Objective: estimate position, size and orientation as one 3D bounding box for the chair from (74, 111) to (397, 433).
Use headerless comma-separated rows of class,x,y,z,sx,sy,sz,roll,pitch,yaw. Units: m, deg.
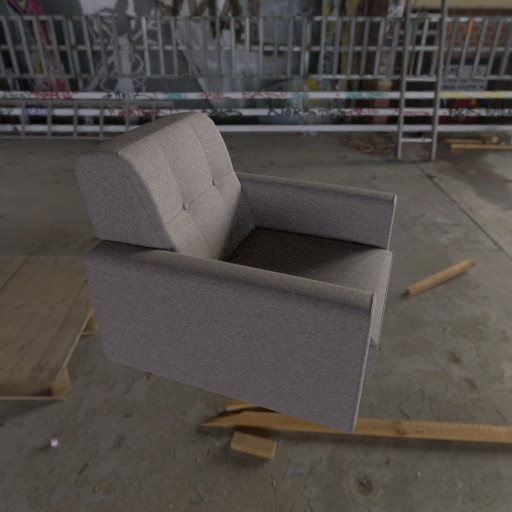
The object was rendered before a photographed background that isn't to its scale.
chair,0.000,0.000,1.549,0.907,0.839,0.831,10,32,17
